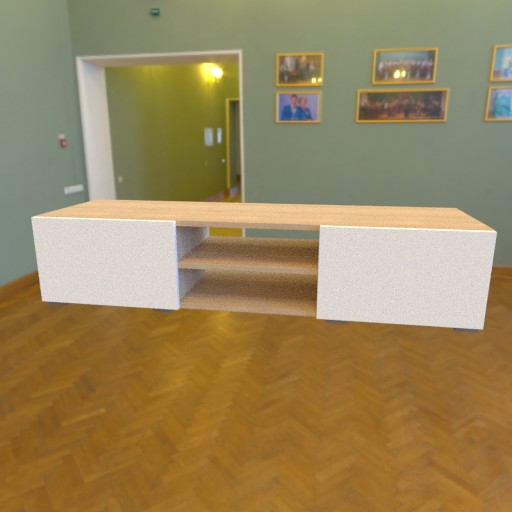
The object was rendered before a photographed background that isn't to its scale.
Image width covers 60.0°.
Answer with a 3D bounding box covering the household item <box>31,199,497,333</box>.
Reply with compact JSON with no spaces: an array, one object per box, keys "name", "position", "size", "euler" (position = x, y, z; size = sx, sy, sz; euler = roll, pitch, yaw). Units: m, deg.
[{"name":"household item","position":[0.000,0.000,1.555],"size":[1.400,0.310,0.420],"euler":[2,15,9]}]
